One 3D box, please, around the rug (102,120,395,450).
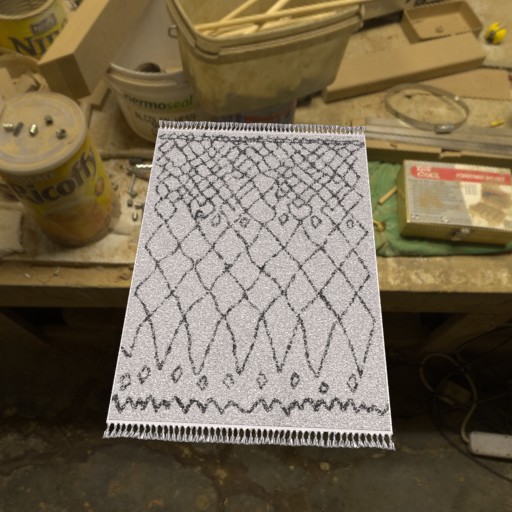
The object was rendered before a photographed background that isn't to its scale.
[{"bbox_3d":[0.000,0.000,2.949,1.613,0.017,2.312,2,64,1],"label":"rug"}]
